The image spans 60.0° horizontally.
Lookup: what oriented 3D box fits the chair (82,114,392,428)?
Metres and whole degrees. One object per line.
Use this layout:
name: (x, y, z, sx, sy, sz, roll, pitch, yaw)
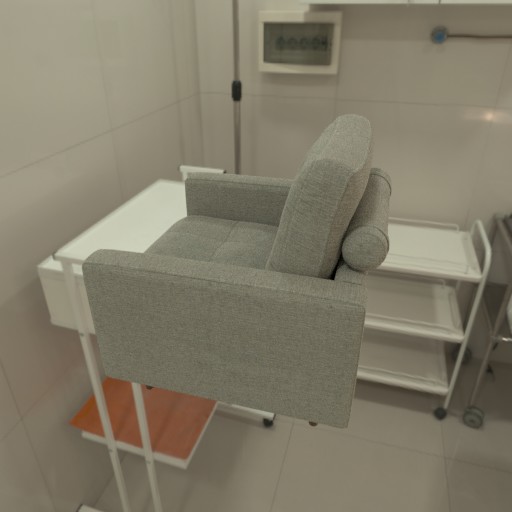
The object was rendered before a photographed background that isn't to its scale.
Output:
chair: (0.000, 0.000, 1.535, 0.843, 0.880, 0.821, 8, 30, 14)
